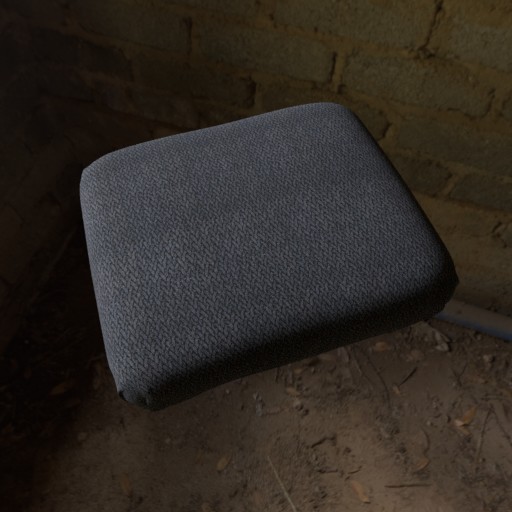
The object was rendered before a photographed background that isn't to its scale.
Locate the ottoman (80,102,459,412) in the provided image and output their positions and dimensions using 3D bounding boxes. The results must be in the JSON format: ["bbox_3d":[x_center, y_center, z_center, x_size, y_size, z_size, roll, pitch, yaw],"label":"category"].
[{"bbox_3d":[0.000,0.000,1.117,0.747,0.450,0.622,-16,60,-10],"label":"ottoman"}]
